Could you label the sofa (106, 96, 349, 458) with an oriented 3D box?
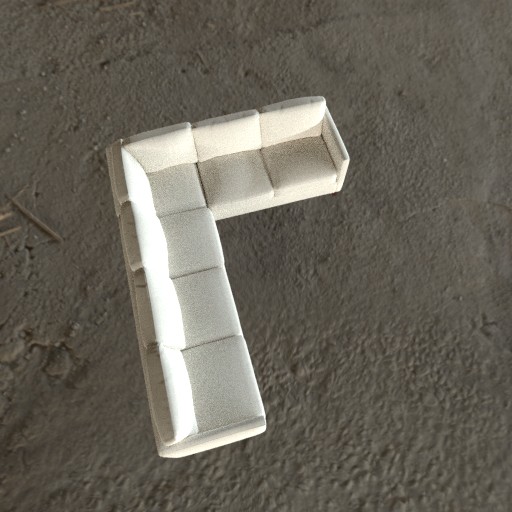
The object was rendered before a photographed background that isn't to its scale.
[{"bbox_3d":[0.000,0.000,4.587,2.593,0.947,3.302,-14,66,-7],"label":"sofa"}]
